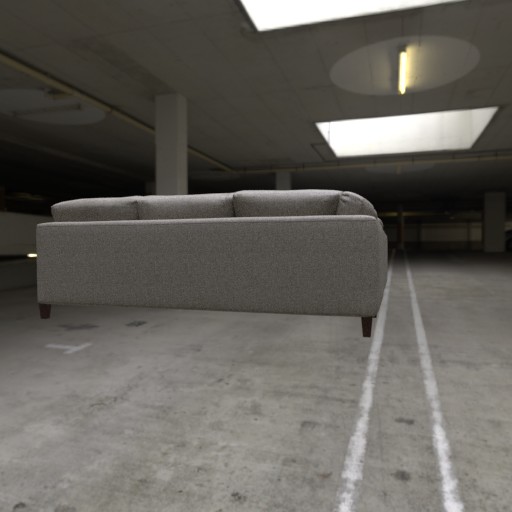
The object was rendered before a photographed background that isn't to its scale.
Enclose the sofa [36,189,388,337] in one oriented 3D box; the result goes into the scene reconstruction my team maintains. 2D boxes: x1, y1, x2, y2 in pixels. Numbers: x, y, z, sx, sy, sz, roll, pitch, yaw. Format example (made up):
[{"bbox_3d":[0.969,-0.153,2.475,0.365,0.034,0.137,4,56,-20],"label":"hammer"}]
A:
[{"bbox_3d":[0.000,0.000,4.588,2.593,0.947,3.302,0,1,18],"label":"sofa"}]
